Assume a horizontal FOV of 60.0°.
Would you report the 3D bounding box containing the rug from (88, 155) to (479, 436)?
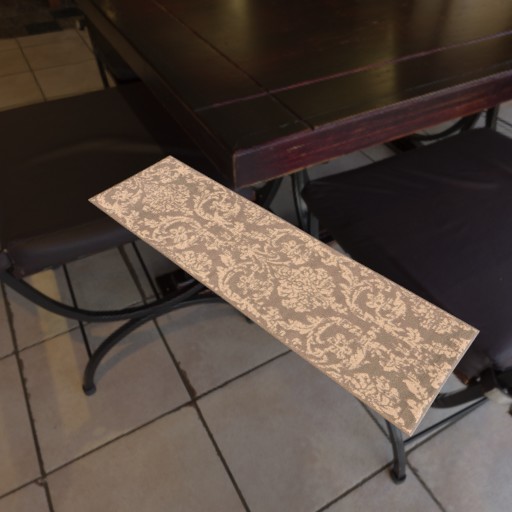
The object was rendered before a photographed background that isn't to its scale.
[{"bbox_3d":[0.000,0.000,2.398,2.196,0.011,0.662,33,54,28],"label":"rug"}]
